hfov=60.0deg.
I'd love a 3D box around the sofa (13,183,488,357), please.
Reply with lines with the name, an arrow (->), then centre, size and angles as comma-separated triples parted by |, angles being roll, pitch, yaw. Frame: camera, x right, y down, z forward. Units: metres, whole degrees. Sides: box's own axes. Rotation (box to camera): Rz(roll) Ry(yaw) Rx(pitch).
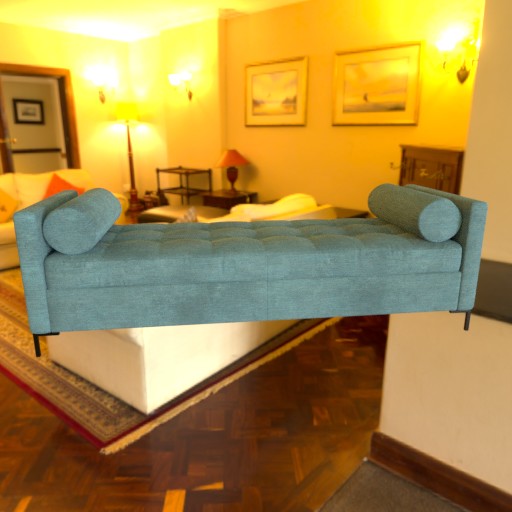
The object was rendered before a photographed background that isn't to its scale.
sofa -> 0.000, 0.000, 2.225 | 1.981, 0.635, 0.686 | -2, 16, -7
